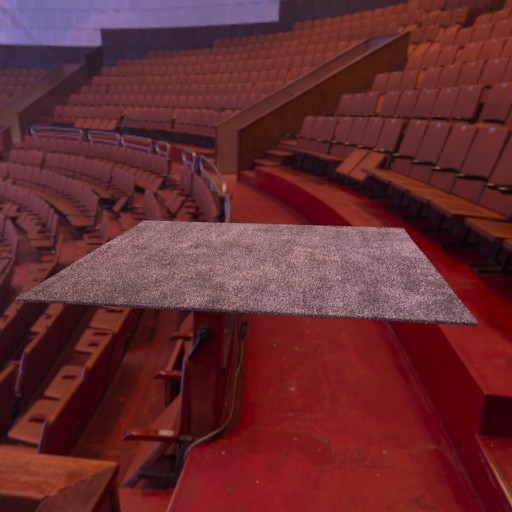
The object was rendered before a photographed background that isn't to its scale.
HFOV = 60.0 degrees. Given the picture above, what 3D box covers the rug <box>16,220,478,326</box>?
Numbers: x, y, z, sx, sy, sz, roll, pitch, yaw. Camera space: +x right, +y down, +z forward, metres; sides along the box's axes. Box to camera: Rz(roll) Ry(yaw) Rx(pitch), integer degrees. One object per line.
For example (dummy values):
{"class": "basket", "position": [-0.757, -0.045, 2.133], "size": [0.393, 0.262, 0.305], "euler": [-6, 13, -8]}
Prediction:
{"class": "rug", "position": [0.000, 0.000, 3.970], "size": [3.000, 0.025, 2.401], "euler": [2, 18, 7]}
